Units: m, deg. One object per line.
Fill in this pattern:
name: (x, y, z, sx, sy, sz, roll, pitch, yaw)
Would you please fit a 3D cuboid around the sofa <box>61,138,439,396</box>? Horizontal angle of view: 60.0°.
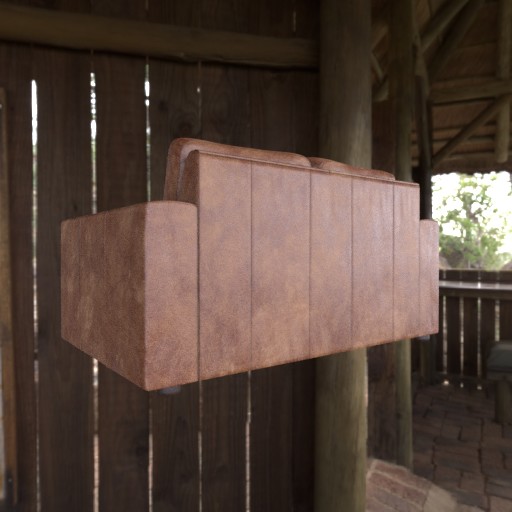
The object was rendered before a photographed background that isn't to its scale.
sofa: (0.000, 0.000, 2.232, 1.626, 0.889, 1.041, -1, 1, -37)
